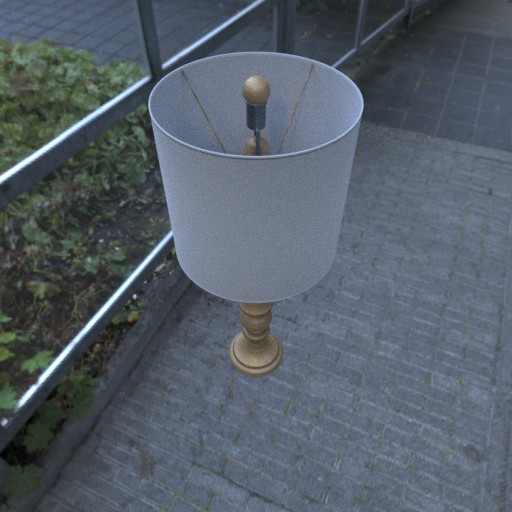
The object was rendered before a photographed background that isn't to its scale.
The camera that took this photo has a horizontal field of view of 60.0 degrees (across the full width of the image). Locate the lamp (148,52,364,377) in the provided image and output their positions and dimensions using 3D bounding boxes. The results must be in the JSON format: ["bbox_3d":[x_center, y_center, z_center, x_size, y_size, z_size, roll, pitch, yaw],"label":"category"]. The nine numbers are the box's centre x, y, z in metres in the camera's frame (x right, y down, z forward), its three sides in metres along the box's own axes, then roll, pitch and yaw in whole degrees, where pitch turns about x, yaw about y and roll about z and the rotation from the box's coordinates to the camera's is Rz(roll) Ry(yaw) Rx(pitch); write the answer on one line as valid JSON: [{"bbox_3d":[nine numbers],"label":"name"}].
[{"bbox_3d":[0.000,0.000,0.724,0.250,0.597,0.250,30,54,25],"label":"lamp"}]
